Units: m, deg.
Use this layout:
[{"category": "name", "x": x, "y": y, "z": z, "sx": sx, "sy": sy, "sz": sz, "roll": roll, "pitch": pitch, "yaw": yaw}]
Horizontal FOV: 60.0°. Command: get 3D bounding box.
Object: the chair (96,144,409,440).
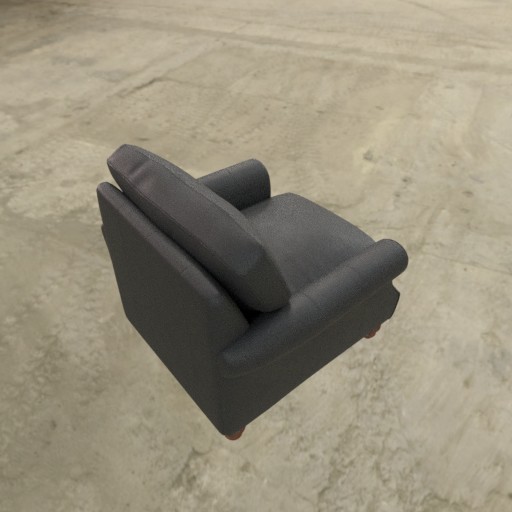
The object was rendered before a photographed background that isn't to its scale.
[{"category": "chair", "x": 0.000, "y": 0.000, "z": 1.848, "sx": 1.027, "sy": 0.960, "sz": 1.015, "roll": -24, "pitch": 46, "yaw": -25}]
